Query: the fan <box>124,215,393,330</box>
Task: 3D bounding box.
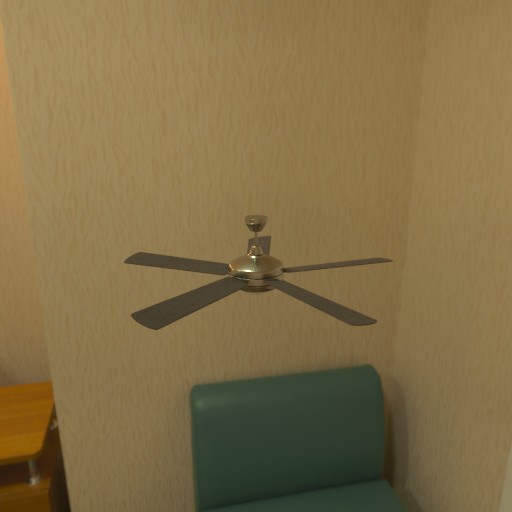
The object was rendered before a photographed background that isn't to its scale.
[{"bbox_3d":[0.000,0.000,2.003,1.321,0.356,1.321,-15,22,-42],"label":"fan"}]
